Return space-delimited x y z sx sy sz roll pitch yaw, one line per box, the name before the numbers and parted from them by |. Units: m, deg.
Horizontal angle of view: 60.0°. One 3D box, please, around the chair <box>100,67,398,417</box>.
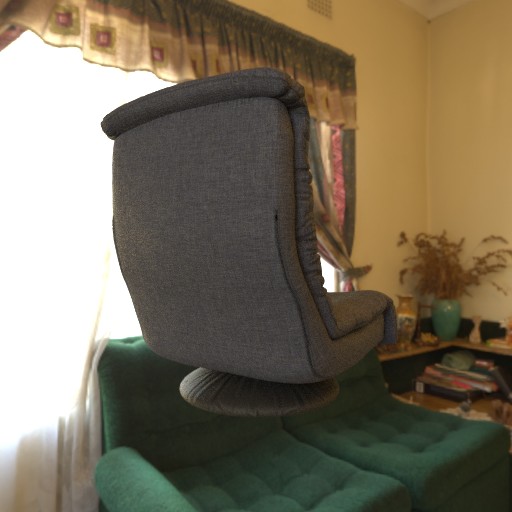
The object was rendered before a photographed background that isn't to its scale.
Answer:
chair | 0.000 0.000 1.223 0.597 0.749 0.668 0 0 35
